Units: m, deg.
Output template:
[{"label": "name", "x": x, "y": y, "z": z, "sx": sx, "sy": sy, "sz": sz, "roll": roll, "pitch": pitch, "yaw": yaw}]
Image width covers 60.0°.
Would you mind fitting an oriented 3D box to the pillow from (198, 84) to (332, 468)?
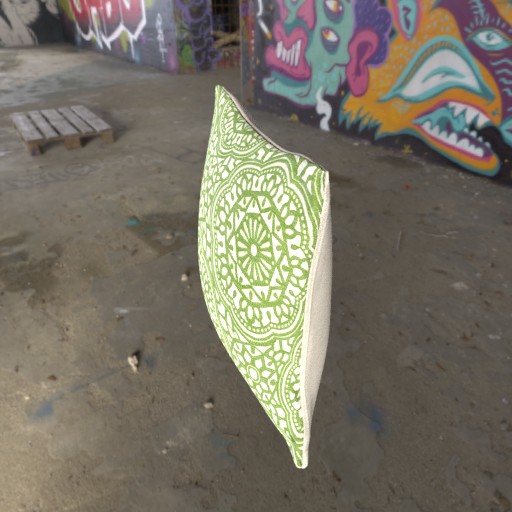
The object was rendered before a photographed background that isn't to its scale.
[{"label": "pillow", "x": 0.000, "y": 0.000, "z": 0.665, "sx": 0.162, "sy": 0.419, "sz": 0.440, "roll": -9, "pitch": 32, "yaw": -14}]
